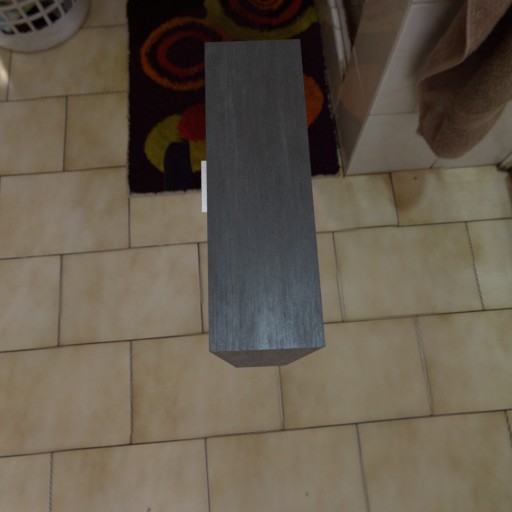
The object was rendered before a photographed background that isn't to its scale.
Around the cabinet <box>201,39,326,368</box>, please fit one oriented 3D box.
[{"bbox_3d":[0.000,0.000,1.613,0.250,1.280,0.750,-2,74,-1],"label":"cabinet"}]
